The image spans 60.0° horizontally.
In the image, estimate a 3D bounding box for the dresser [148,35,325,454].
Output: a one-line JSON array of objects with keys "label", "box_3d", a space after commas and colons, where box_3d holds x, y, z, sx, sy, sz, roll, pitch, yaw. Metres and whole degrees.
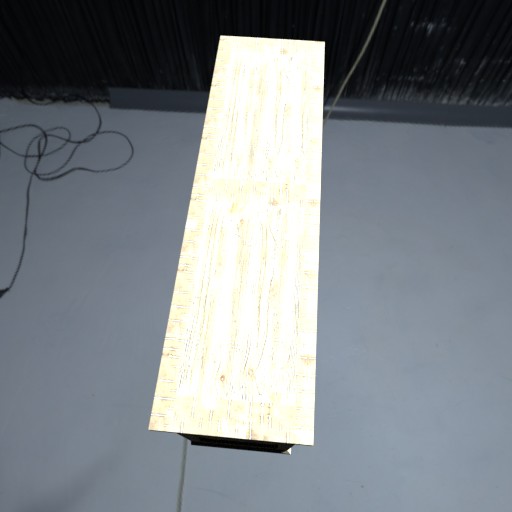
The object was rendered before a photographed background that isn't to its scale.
[{"label": "dresser", "box_3d": [0.000, 0.000, 2.035, 0.457, 1.016, 1.626, 5, 64, 2]}]
